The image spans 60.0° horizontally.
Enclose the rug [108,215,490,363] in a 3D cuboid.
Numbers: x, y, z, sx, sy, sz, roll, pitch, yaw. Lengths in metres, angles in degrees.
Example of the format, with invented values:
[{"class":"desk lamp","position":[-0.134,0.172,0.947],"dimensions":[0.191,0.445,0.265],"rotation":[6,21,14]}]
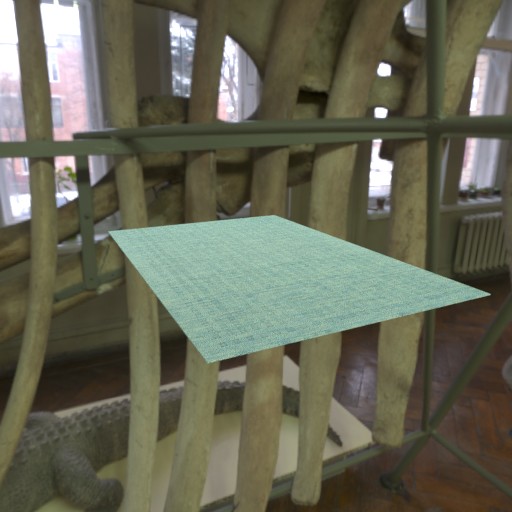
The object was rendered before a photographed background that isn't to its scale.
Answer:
[{"class":"rug","position":[0.000,0.000,2.905],"dimensions":[1.522,0.006,2.286],"rotation":[-8,18,-25]}]
